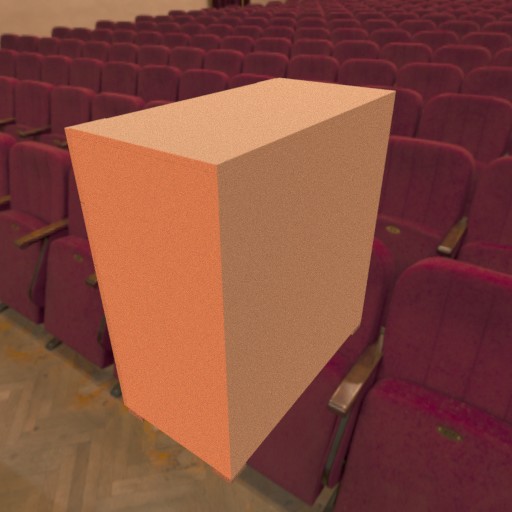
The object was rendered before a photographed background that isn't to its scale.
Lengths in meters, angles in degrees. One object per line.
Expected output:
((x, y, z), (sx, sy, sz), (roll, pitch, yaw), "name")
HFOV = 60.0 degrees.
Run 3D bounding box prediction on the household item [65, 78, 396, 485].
((0.000, 0.000, 1.327), (0.420, 0.870, 0.800), (20, 36, 30), "household item")
